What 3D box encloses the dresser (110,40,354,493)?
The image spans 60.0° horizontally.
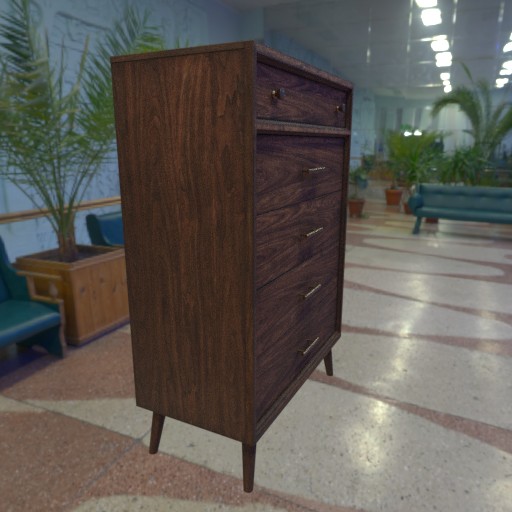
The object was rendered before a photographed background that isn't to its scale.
[{"bbox_3d":[0.000,0.000,1.763,0.498,1.365,0.919,7,16,27],"label":"dresser"}]
